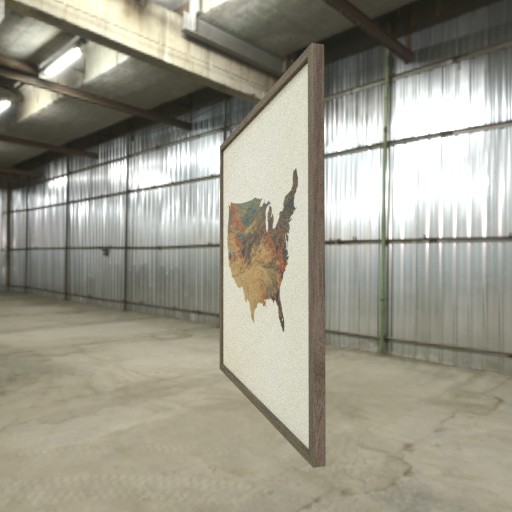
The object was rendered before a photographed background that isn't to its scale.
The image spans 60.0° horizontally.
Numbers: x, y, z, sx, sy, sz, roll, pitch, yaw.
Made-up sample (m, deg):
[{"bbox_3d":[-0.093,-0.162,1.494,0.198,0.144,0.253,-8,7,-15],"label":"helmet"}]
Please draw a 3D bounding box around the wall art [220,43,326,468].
[{"bbox_3d":[0.000,0.000,0.771,0.016,0.507,0.508,0,-1,-17],"label":"wall art"}]
